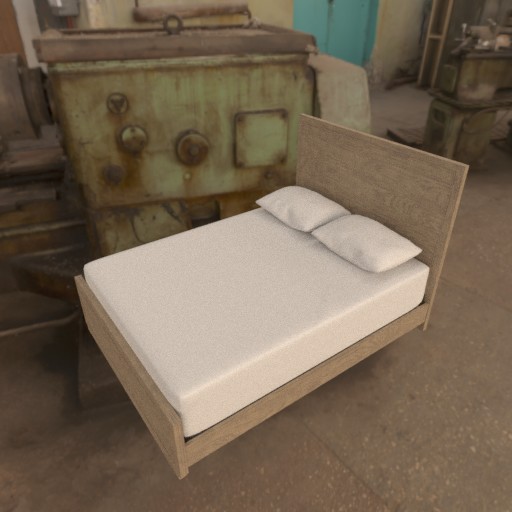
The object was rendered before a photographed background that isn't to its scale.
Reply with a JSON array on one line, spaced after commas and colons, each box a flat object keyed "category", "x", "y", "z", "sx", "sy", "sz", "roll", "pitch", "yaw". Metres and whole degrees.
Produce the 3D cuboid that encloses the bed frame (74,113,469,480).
[{"category": "bed frame", "x": 0.000, "y": 0.000, "z": 3.190, "sx": 2.189, "sy": 1.369, "sz": 1.606, "roll": -21, "pitch": 37, "yaw": -30}]
